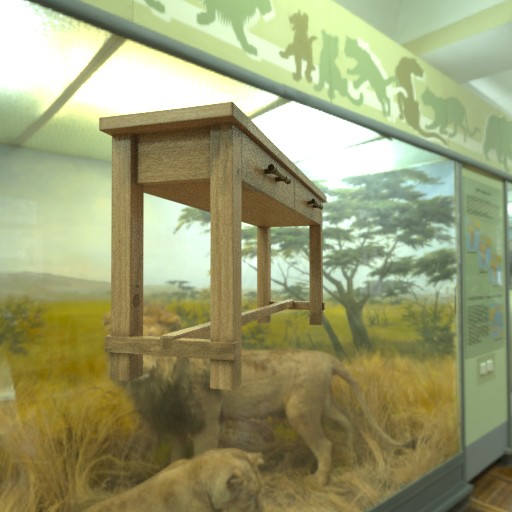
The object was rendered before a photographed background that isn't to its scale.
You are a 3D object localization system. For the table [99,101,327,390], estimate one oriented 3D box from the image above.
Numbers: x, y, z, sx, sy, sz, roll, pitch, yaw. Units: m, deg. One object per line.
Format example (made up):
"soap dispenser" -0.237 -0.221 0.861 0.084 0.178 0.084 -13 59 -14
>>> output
"table" 0.000 0.000 1.959 0.442 0.762 1.599 -1 -2 18
